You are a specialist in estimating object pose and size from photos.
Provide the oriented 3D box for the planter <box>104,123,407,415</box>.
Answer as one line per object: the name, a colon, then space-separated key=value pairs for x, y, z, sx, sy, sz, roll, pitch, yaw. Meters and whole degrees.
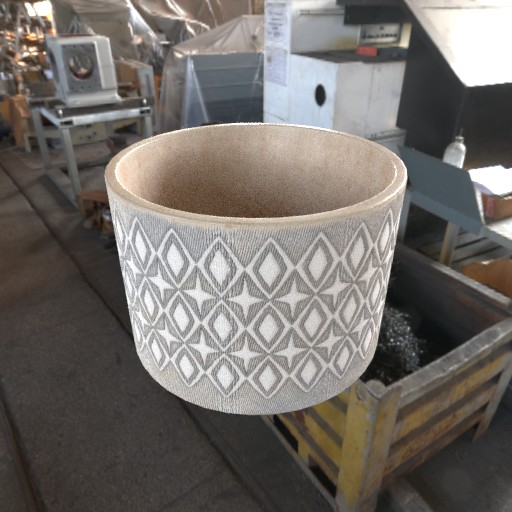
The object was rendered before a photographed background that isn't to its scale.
planter: x=0.000 y=0.000 z=0.282 sx=0.164 sy=0.127 sz=0.164 roll=0 pitch=31 yaw=0
